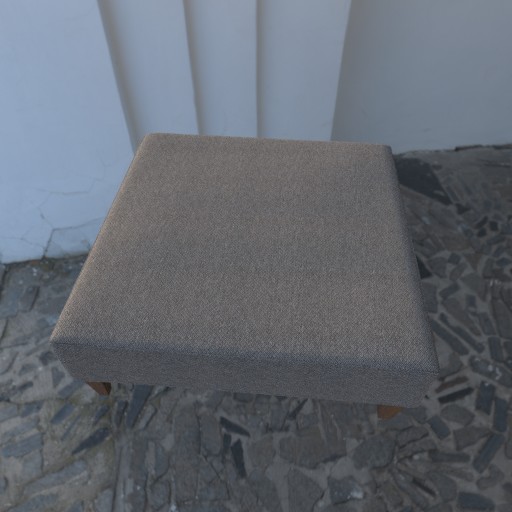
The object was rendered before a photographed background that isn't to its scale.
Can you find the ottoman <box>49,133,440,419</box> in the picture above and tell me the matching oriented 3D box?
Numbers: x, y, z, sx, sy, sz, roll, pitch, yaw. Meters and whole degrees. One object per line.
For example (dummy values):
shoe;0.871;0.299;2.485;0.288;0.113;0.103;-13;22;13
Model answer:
ottoman;0.000;0.000;1.509;0.970;0.378;0.981;4;47;3
